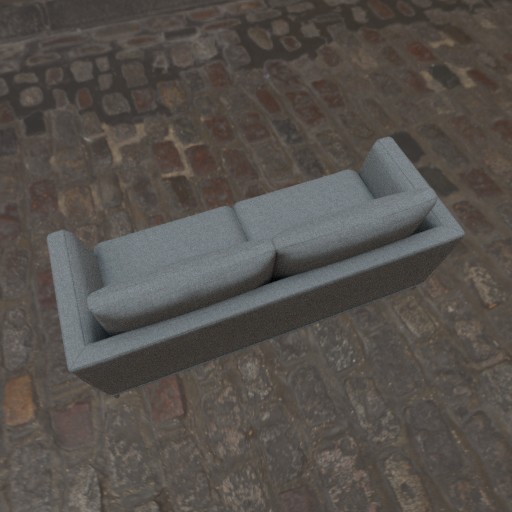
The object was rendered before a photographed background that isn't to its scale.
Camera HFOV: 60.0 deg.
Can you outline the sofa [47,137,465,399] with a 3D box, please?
[{"bbox_3d":[0.000,0.000,2.692,2.212,1.002,0.869,-18,59,-11],"label":"sofa"}]
